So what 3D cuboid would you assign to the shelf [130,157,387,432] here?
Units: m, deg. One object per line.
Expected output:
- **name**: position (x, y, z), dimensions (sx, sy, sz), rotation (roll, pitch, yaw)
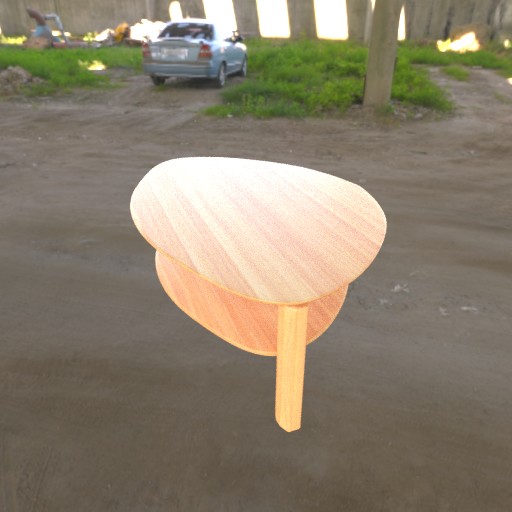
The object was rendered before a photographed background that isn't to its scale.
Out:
- **shelf**: position (0.000, 0.000, 1.653), dimensions (0.845, 0.440, 1.246), rotation (-10, 30, -19)
